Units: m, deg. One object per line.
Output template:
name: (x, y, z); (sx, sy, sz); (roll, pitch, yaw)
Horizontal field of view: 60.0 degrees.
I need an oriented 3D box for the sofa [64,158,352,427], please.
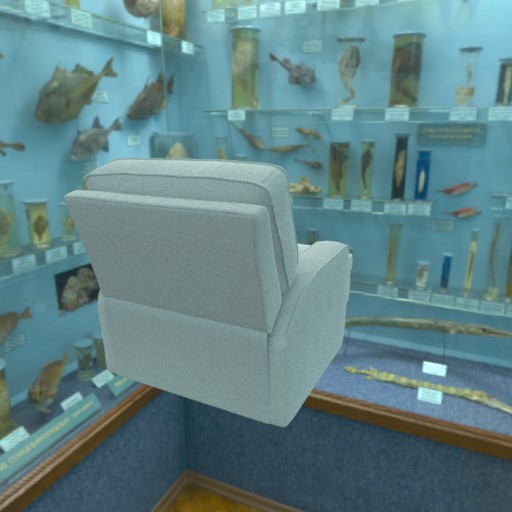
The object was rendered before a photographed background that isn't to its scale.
sofa: (0.000, 0.000, 2.080); (0.861, 0.959, 1.472); (8, 18, 26)
